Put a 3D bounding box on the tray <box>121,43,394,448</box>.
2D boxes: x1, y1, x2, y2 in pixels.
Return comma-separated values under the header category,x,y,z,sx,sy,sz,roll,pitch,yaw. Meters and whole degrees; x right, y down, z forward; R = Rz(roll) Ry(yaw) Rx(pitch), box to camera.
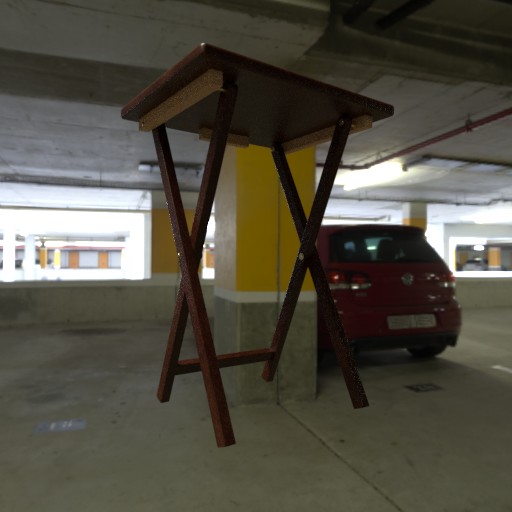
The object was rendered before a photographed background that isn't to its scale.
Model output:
category,x,y,z,sx,sy,sz,roll,pitch,yaw
tray,0.000,0.000,0.979,0.483,0.660,0.381,1,-1,-36
